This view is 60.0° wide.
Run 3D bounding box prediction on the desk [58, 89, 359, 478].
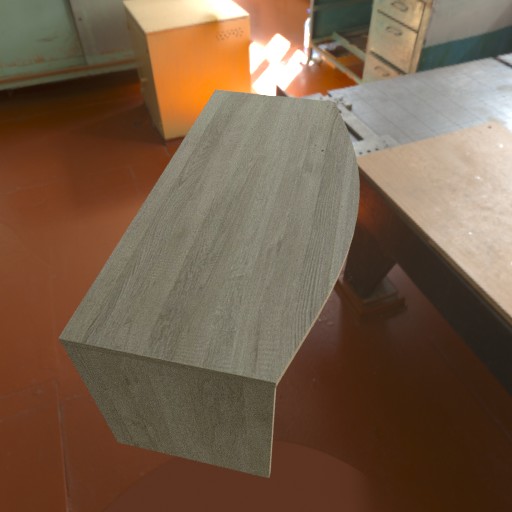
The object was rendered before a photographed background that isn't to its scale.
[{"bbox_3d":[0.000,0.000,2.020,0.802,0.752,1.600,9,47,9],"label":"desk"}]
